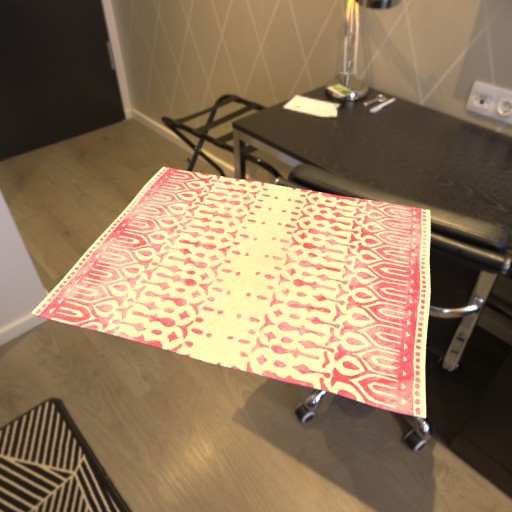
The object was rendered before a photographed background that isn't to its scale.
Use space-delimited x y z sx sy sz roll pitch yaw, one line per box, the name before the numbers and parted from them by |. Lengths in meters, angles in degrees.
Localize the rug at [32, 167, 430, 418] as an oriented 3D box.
rug | 0.000 0.000 4.100 3.095 0.016 2.441 12 43 13
